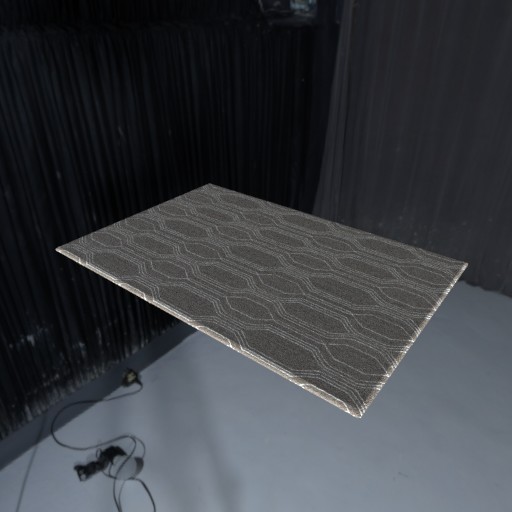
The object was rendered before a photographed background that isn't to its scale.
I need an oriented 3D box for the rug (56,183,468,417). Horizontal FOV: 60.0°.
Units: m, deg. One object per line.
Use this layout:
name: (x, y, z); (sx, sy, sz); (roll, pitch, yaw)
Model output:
rug: (0.000, 0.000, 2.369); (1.836, 0.012, 1.239); (22, 37, 32)
